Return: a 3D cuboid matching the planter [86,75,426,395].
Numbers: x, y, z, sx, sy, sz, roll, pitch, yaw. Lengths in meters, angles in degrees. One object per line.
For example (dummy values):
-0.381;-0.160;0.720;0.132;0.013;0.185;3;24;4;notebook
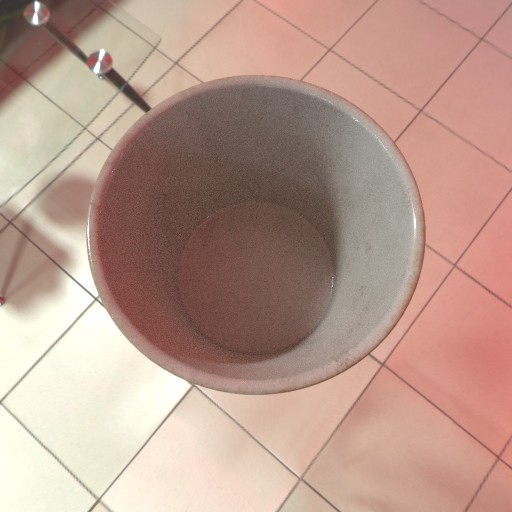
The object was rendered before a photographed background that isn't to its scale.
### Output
0.000;0.000;0.215;0.126;0.104;0.126;0;74;0;planter
